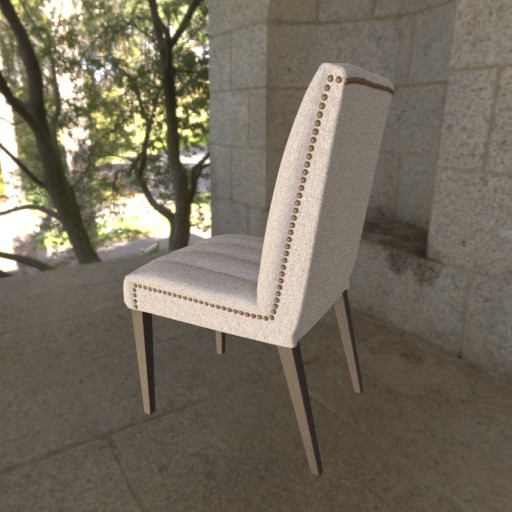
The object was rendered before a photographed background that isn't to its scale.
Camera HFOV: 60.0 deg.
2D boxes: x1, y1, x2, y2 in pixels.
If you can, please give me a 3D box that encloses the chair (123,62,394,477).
[{"bbox_3d":[0.000,0.000,1.339,0.647,1.016,0.511,9,19,26],"label":"chair"}]
